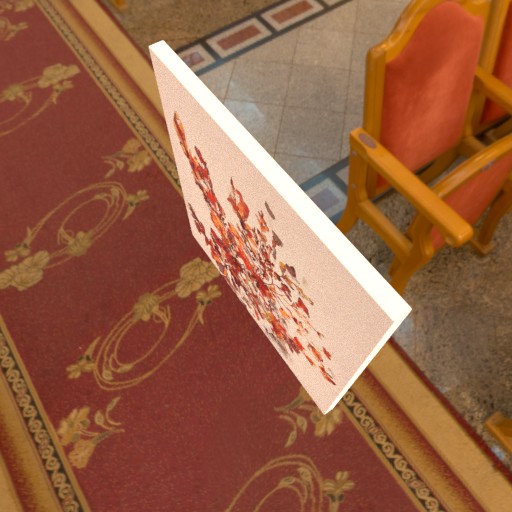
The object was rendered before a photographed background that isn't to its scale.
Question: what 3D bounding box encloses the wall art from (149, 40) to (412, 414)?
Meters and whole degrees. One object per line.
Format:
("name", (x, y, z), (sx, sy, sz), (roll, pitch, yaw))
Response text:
("wall art", (0.000, 0.000, 1.127), (0.037, 0.757, 0.757), (-31, 65, -16))
